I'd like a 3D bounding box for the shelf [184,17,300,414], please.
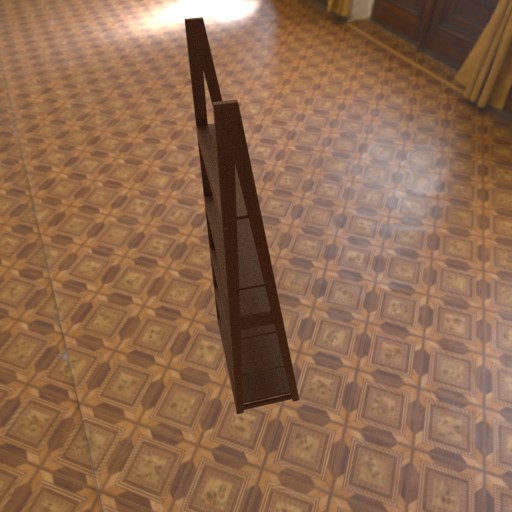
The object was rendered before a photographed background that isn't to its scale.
[{"bbox_3d":[0.000,0.000,1.945,0.350,1.770,0.600,-10,48,-9],"label":"shelf"}]
